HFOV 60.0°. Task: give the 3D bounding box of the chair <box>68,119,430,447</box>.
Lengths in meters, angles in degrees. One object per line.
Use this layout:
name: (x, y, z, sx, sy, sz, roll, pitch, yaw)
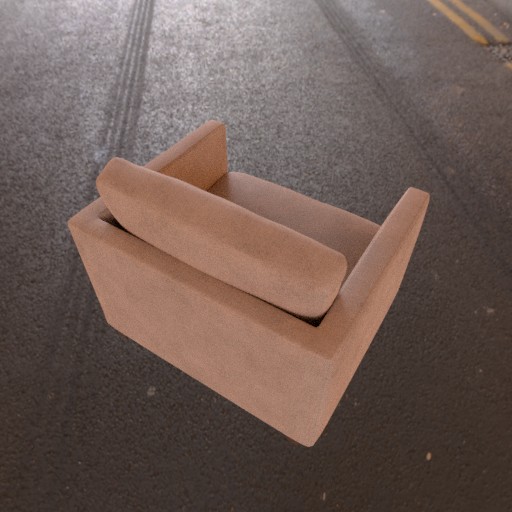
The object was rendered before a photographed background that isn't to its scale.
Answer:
chair: (0.000, 0.000, 1.921, 1.133, 0.961, 0.959, 25, 51, 22)
